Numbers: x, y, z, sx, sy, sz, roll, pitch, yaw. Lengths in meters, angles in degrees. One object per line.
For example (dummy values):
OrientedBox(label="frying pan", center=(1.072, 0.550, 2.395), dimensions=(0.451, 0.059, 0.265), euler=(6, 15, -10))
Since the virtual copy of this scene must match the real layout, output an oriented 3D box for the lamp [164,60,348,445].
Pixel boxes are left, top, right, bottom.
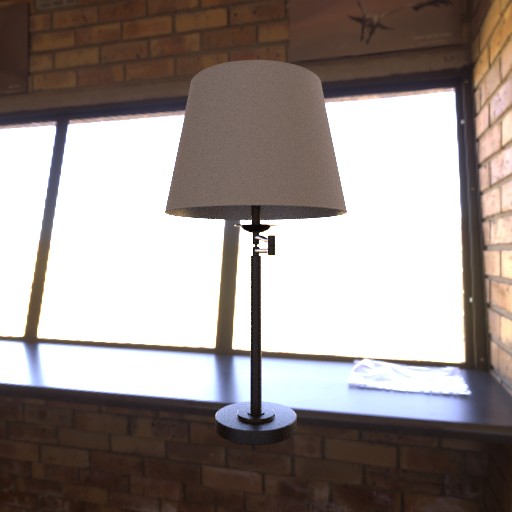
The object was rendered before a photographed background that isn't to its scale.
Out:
OrientedBox(label="lamp", center=(0.000, 0.000, 0.894), dimensions=(0.363, 0.696, 0.363), euler=(0, 1, 0))
